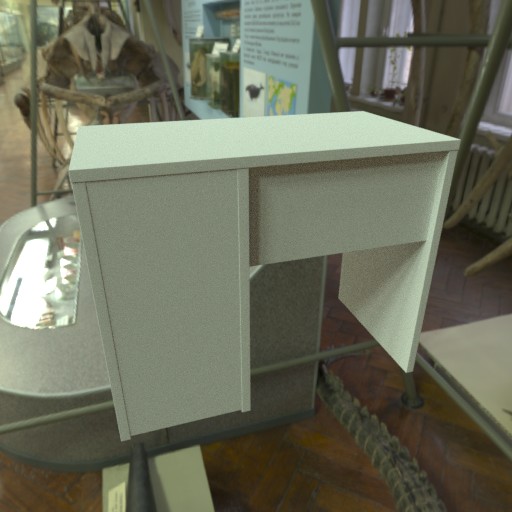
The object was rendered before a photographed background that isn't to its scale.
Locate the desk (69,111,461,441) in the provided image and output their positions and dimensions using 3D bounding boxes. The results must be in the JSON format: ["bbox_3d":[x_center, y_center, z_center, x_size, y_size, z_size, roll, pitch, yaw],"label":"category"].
[{"bbox_3d":[0.000,0.000,1.330,0.898,0.730,0.482,-8,28,-16],"label":"desk"}]
